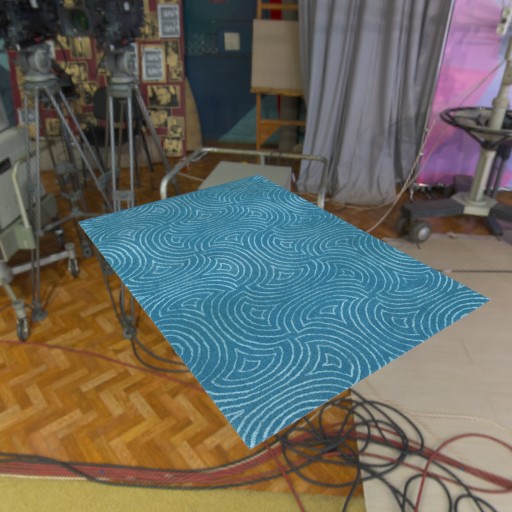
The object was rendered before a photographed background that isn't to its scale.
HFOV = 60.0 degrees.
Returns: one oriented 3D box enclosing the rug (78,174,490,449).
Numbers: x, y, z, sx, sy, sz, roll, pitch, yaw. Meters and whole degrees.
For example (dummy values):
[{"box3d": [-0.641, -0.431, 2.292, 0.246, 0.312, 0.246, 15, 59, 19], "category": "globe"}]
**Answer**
[{"box3d": [0.000, 0.000, 2.730, 1.543, 0.015, 2.144, -20, 37, -29], "category": "rug"}]
